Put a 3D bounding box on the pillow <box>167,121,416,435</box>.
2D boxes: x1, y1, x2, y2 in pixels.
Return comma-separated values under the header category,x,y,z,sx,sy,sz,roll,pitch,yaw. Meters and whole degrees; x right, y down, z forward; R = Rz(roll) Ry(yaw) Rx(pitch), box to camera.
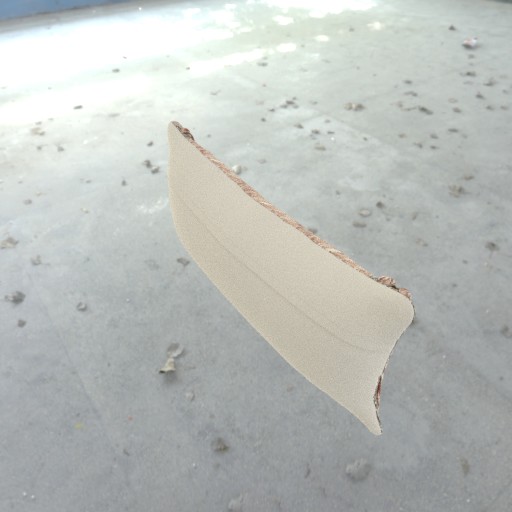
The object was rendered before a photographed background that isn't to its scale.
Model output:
category,x,y,z,sx,sy,sz,roll,pitch,yaw
pillow,0.000,0.000,0.771,0.139,0.282,0.635,-24,46,-26
